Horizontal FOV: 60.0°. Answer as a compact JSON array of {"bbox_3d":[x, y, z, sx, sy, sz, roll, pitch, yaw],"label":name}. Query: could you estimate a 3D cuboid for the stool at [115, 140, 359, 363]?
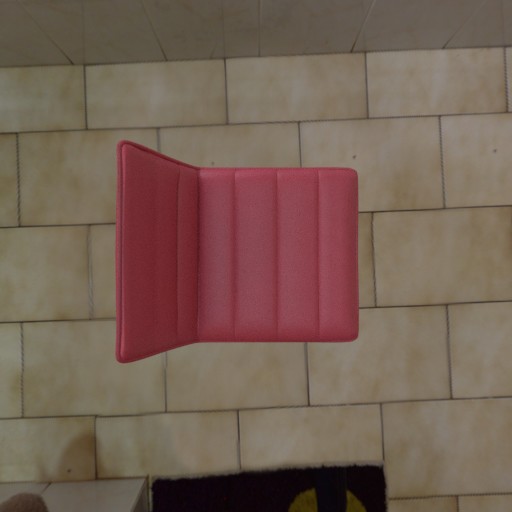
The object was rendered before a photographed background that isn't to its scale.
[{"bbox_3d":[0.000,0.000,1.179,0.524,0.866,0.489,0,89,0],"label":"stool"}]
